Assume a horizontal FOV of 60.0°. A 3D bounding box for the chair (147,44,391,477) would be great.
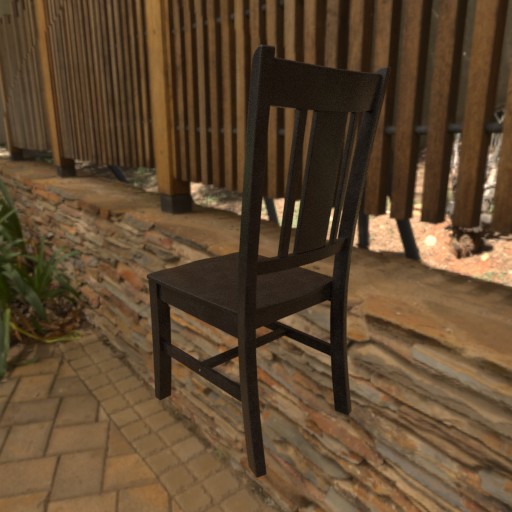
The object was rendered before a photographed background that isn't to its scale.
[{"bbox_3d":[0.000,0.000,1.273,0.450,0.998,0.555,-14,21,-41],"label":"chair"}]
